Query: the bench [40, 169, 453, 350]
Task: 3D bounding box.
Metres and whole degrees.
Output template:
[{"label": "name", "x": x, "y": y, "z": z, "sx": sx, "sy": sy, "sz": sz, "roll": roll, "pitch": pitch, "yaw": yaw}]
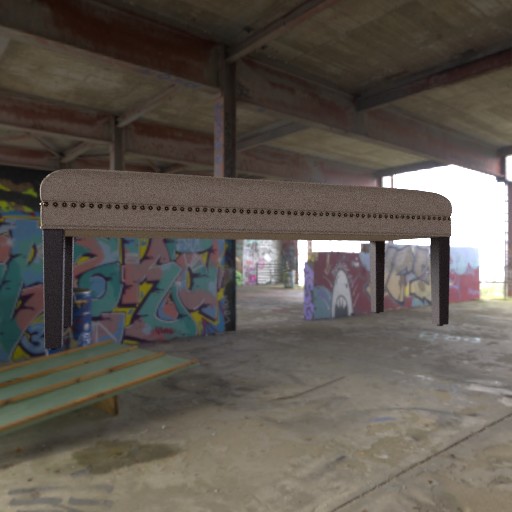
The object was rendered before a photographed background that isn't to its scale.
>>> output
[{"label": "bench", "x": 0.000, "y": 0.000, "z": 1.433, "sx": 1.219, "sy": 0.457, "sz": 0.410, "roll": 0, "pitch": 0, "yaw": -19}]
